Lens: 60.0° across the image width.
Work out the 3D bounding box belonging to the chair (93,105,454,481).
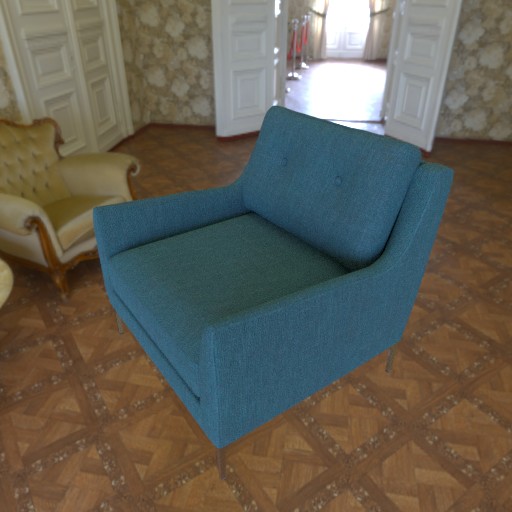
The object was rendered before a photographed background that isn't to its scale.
[{"bbox_3d":[0.000,0.000,1.528,0.849,0.828,0.847,-20,36,-30],"label":"chair"}]
